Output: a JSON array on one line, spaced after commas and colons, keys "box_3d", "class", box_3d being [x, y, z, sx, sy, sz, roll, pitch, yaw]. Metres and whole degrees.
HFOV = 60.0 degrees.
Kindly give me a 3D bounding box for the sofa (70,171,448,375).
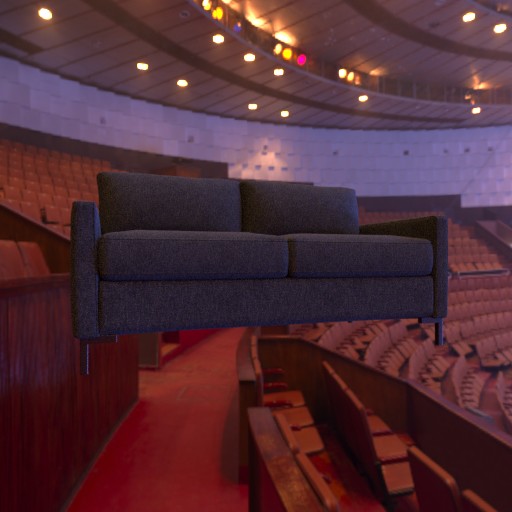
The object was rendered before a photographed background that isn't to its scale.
[{"box_3d": [0.000, 0.000, 2.244, 1.716, 0.862, 0.866, 0, 0, -20], "class": "sofa"}]
